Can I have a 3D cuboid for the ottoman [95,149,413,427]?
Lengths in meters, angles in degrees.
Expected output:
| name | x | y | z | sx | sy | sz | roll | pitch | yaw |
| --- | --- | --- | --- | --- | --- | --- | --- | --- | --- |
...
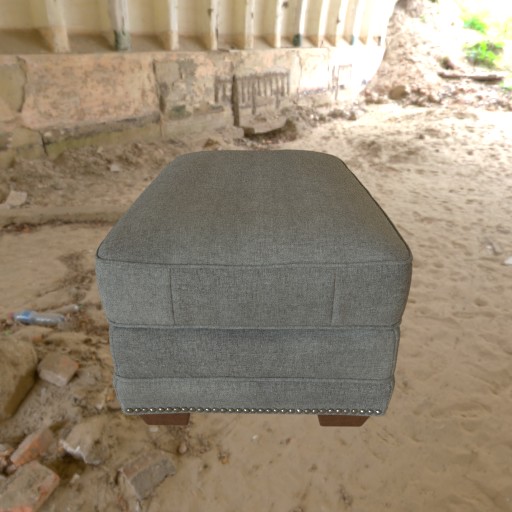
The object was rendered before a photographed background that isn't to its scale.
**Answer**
| name | x | y | z | sx | sy | sz | roll | pitch | yaw |
| --- | --- | --- | --- | --- | --- | --- | --- | --- | --- |
| ottoman | 0.000 | 0.000 | 1.152 | 0.561 | 0.457 | 0.813 | 0 | 26 | 1 |
